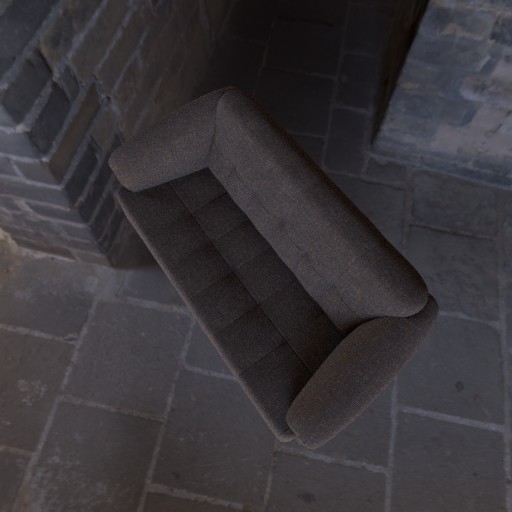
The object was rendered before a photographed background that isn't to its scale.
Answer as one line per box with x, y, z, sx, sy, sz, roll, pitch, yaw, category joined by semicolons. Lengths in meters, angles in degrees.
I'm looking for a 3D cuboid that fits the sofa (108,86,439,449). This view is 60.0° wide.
0.000;0.000;2.368;0.887;0.790;1.849;-33;69;-14;sofa
